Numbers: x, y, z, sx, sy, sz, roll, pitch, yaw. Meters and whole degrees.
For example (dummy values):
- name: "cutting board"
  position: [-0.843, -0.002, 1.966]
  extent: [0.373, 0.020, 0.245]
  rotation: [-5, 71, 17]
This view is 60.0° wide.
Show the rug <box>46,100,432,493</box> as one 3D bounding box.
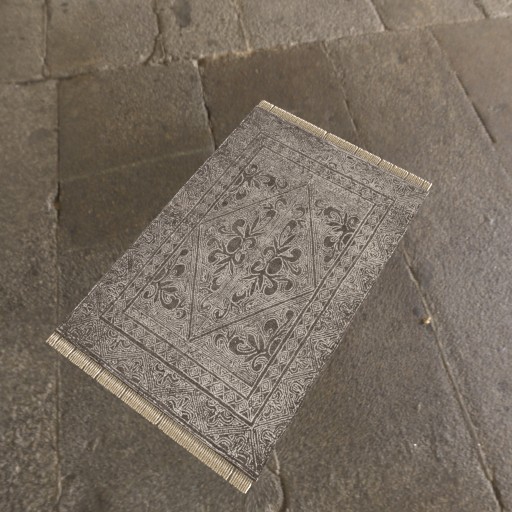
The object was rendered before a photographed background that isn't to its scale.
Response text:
- name: "rug"
  position: [0.000, 0.000, 3.014]
  extent: [1.529, 0.010, 2.440]
  rotation: [31, 68, 14]
